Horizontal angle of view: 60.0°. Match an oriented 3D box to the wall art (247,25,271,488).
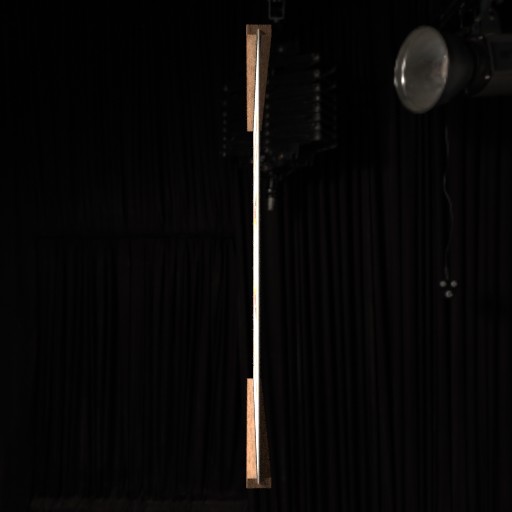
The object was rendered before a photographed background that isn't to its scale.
[{"bbox_3d":[0.000,0.000,0.704,0.028,0.527,0.403,0,0,-1],"label":"wall art"}]
